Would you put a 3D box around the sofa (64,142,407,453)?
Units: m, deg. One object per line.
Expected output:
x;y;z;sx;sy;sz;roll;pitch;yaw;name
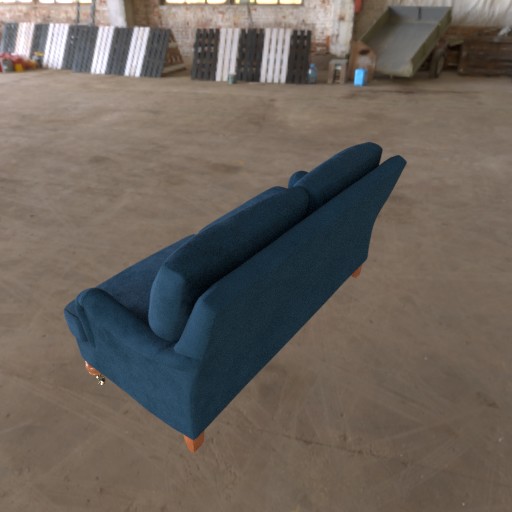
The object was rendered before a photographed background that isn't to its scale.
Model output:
0.000;0.000;2.798;1.084;1.101;2.141;20;36;30;sofa
